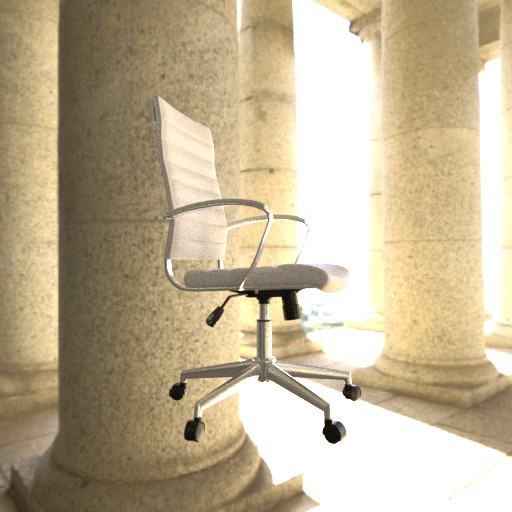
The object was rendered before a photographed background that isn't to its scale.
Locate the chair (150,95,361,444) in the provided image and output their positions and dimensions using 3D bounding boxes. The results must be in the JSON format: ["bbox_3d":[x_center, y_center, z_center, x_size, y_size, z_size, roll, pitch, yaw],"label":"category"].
[{"bbox_3d":[0.000,0.000,1.680,0.739,1.149,0.766,0,-1,20],"label":"chair"}]
